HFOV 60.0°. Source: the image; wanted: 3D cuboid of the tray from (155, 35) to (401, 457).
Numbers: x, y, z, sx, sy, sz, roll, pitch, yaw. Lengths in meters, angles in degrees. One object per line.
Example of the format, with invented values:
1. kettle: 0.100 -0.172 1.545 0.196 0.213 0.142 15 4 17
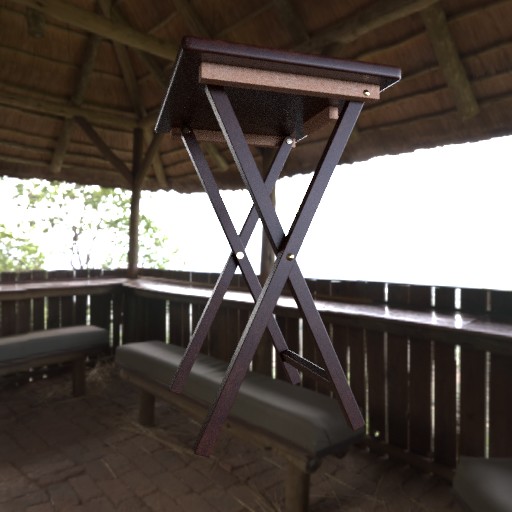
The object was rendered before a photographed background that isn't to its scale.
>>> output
1. tray: 0.000 0.000 0.942 0.381 0.660 0.483 0 1 -18
